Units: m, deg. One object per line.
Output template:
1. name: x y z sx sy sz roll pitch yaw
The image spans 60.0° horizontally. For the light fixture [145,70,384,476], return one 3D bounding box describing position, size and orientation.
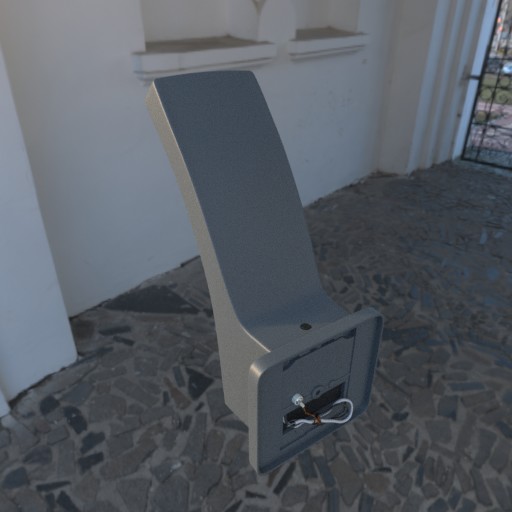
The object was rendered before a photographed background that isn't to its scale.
1. light fixture: 0.000 0.000 0.331 0.108 0.243 0.174 -18 34 -29
